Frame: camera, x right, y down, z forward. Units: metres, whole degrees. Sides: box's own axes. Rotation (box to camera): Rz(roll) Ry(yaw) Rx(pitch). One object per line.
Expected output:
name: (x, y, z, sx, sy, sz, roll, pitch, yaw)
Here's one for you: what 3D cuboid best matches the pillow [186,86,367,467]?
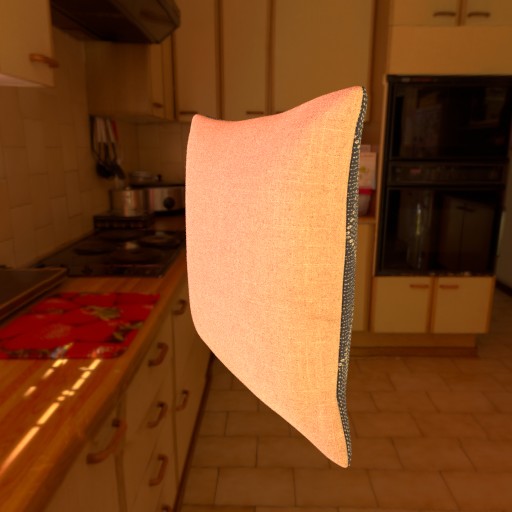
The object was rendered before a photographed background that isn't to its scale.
pillow: (0.000, 0.000, 0.657, 0.148, 0.428, 0.435, -8, 16, -28)
